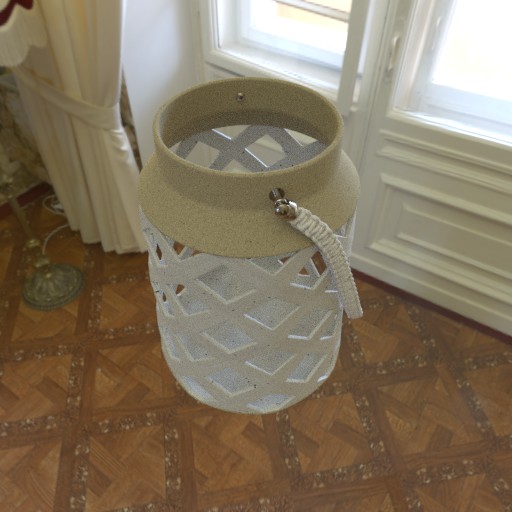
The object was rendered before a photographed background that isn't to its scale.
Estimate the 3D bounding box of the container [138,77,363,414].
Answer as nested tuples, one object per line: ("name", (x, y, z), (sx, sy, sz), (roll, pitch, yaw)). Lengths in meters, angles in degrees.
("container", (0.000, 0.000, 0.336), (0.172, 0.229, 0.163), (-8, 47, -8))
